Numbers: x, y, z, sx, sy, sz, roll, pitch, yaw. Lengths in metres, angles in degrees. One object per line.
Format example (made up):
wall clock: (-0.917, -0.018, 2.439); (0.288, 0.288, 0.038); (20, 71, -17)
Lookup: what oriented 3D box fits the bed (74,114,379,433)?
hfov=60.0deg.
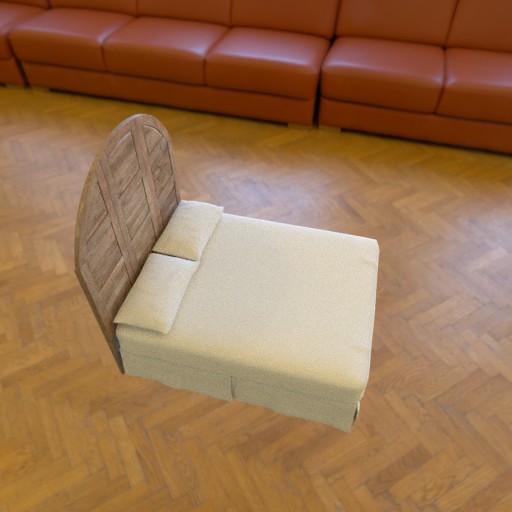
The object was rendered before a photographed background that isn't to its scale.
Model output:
bed: (0.000, 0.000, 3.635); (2.112, 2.002, 1.713); (10, 48, 10)
